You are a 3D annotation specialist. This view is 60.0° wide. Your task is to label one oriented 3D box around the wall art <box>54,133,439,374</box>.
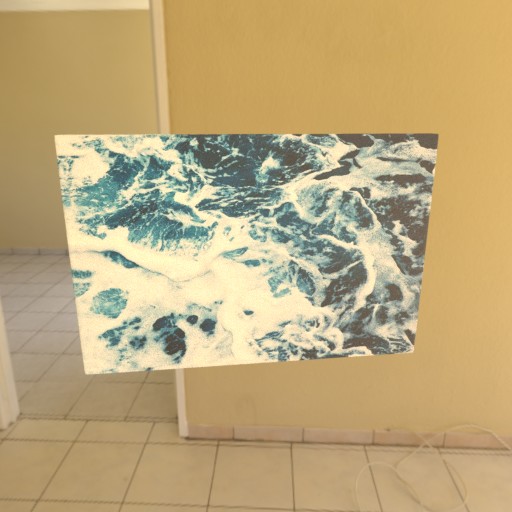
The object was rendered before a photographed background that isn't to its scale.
[{"bbox_3d":[0.000,0.000,1.917,1.524,1.017,0.055,-2,17,-7],"label":"wall art"}]
